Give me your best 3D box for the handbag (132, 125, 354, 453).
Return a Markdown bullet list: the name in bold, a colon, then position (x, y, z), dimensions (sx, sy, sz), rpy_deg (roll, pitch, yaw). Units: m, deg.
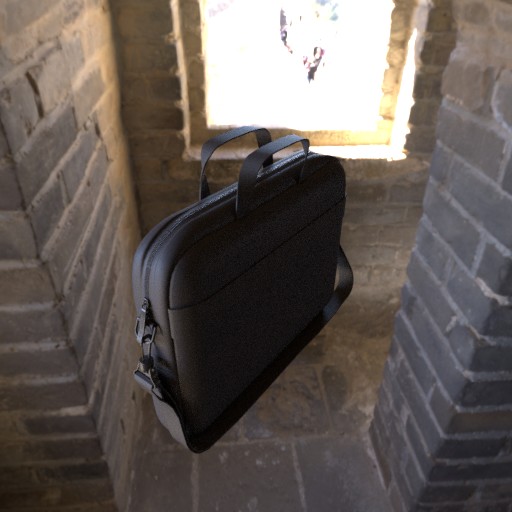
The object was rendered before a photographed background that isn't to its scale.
- **handbag**: position (0.000, 0.000, 0.591), dimensions (0.126, 0.330, 0.429), rpy_deg (22, 39, 30)
